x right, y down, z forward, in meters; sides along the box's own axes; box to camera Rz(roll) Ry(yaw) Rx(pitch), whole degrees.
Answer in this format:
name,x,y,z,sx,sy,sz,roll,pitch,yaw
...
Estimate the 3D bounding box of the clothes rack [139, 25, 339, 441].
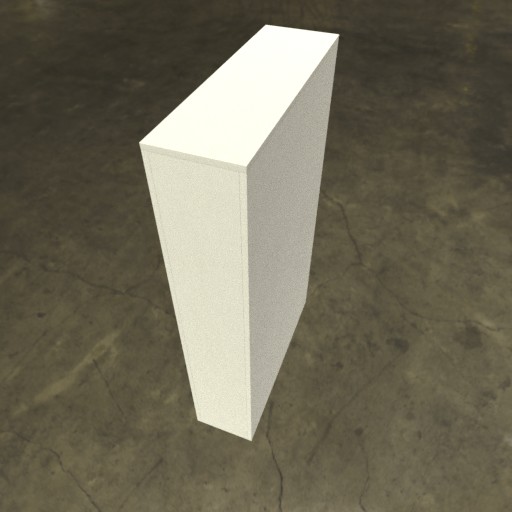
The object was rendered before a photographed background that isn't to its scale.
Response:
name,x,y,z,sx,sy,sz,roll,pitch,yaw
clothes rack,0.000,0.000,1.575,0.250,1.280,0.750,15,47,15
